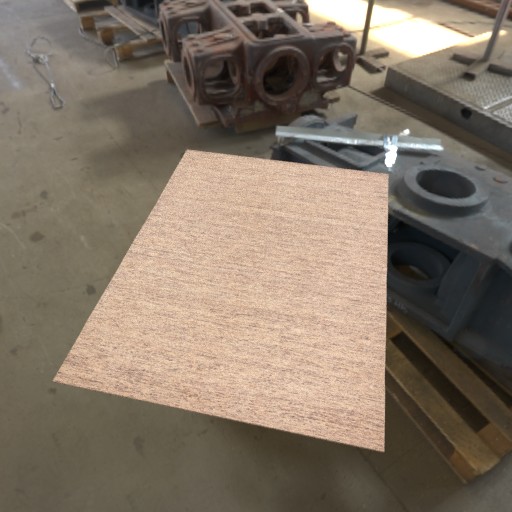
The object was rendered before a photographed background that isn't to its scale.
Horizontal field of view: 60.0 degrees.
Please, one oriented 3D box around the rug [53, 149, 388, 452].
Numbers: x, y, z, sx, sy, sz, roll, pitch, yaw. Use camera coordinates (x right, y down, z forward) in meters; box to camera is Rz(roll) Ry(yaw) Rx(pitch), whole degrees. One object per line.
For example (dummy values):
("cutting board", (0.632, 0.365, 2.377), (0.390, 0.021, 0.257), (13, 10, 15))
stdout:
("rug", (0.000, 0.000, 4.234), (2.448, 0.013, 3.205), (9, 47, 8))
